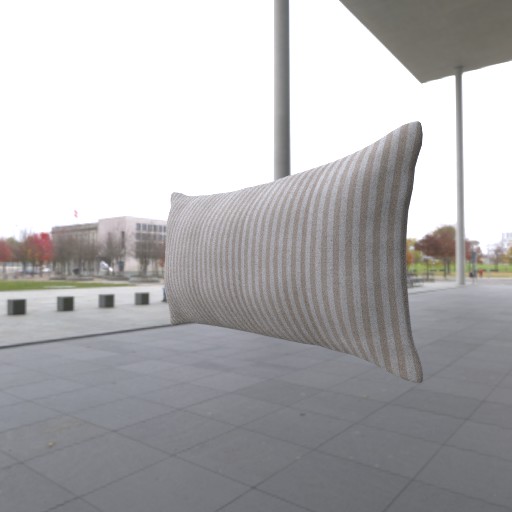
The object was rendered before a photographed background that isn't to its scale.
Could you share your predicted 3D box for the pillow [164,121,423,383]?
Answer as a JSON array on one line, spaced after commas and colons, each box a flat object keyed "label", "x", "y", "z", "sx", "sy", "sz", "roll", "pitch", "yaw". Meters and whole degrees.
[{"label": "pillow", "x": 0.000, "y": 0.000, "z": 0.738, "sx": 0.151, "sy": 0.295, "sz": 0.617, "roll": 1, "pitch": -2, "yaw": -37}]
